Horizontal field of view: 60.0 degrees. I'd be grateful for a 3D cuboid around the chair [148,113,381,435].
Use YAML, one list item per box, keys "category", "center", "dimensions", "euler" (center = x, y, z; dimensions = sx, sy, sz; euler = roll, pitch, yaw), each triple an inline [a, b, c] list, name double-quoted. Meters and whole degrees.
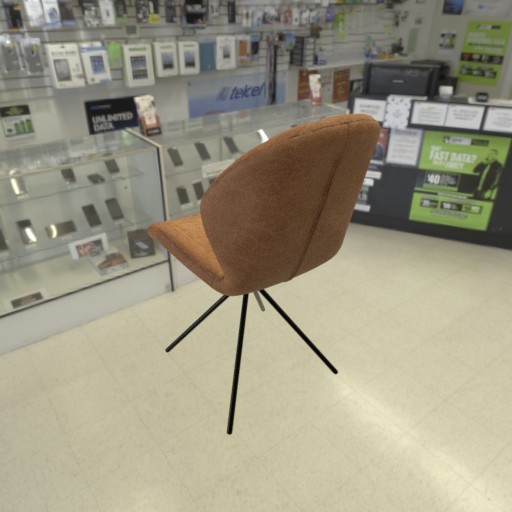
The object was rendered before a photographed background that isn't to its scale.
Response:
- category: "chair"
  center: [0.000, 0.000, 1.326]
  dimensions: [0.527, 0.929, 0.640]
  euler: [-19, 36, -29]
